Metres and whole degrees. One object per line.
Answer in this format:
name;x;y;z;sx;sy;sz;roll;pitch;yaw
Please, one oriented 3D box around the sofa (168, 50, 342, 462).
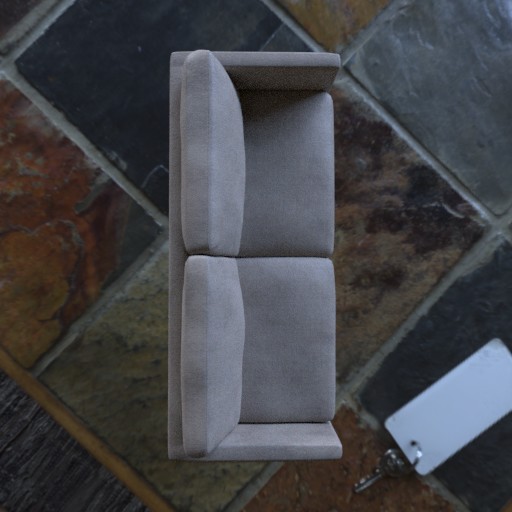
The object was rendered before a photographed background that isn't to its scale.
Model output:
sofa;0.000;0.000;2.630;0.951;0.965;2.208;0;88;-1
